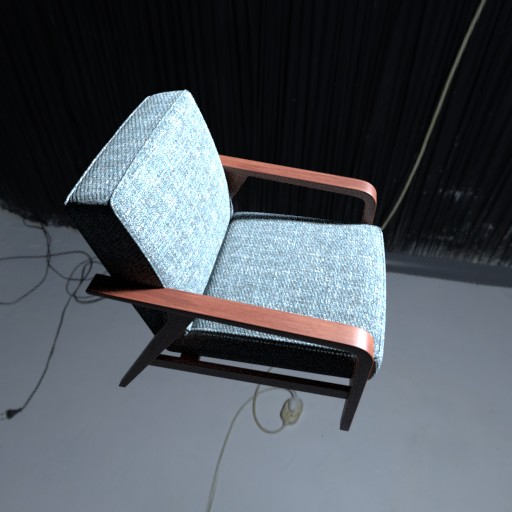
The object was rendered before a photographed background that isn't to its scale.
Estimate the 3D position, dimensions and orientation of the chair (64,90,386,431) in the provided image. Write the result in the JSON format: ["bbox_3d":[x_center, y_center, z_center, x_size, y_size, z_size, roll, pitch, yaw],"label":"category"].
[{"bbox_3d":[0.000,0.000,1.487,0.889,0.864,0.719,8,46,8],"label":"chair"}]
